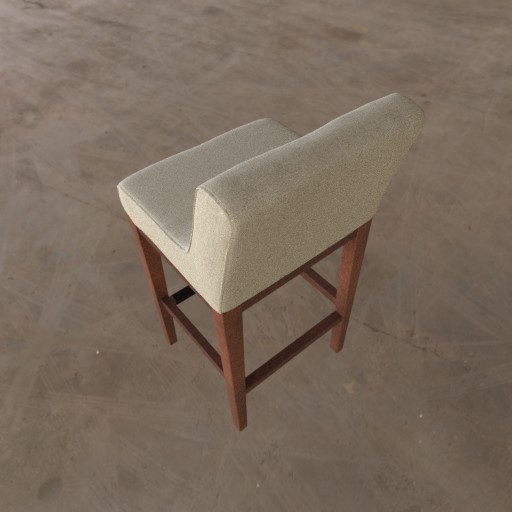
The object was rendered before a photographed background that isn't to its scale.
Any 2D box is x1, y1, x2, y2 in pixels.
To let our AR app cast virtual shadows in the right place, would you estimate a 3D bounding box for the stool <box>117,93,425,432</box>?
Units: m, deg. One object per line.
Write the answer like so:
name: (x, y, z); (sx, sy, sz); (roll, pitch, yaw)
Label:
stool: (0.000, 0.000, 1.228); (0.511, 0.937, 0.500); (-31, 54, -26)
